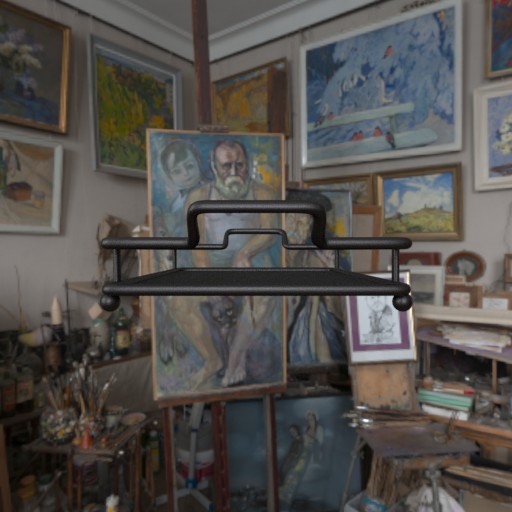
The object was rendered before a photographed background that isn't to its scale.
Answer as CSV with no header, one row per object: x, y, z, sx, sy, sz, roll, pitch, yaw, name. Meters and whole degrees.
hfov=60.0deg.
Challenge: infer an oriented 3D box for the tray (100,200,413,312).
0.000,0.000,0.618,0.297,0.101,0.495,0,1,0,tray
